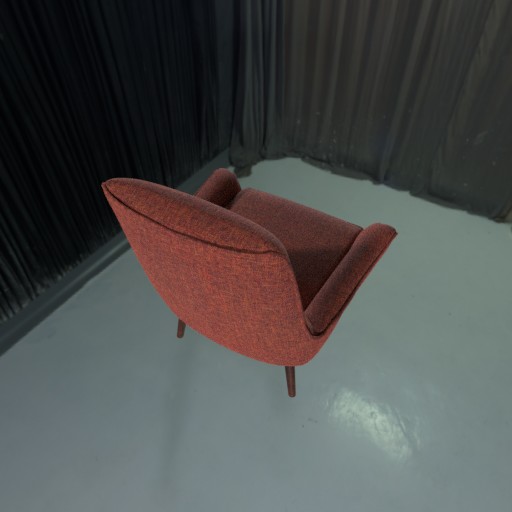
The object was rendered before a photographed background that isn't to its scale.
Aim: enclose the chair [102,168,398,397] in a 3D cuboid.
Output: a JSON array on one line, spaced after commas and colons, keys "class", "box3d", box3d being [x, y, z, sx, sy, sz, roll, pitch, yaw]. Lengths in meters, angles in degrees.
[{"class": "chair", "box3d": [0.000, 0.000, 1.572, 0.803, 0.911, 0.784, 23, 50, 21]}]
